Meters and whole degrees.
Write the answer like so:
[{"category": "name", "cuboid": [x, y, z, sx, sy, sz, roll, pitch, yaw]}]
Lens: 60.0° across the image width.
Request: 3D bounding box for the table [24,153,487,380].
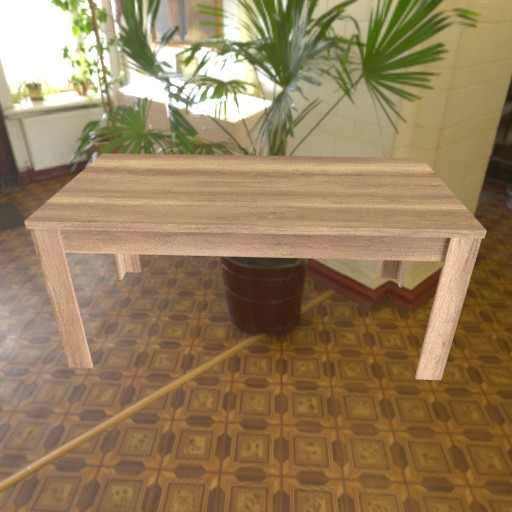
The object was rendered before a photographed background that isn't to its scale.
[{"category": "table", "cuboid": [0.000, 0.000, 2.309, 1.800, 0.790, 0.900, 1, 30, 2]}]
